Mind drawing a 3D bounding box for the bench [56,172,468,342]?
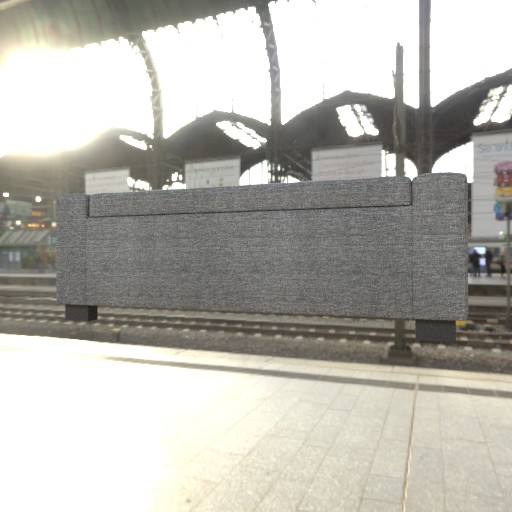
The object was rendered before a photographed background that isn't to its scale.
[{"bbox_3d":[0.000,0.000,1.552,1.296,0.445,0.508,0,0,19],"label":"bench"}]
